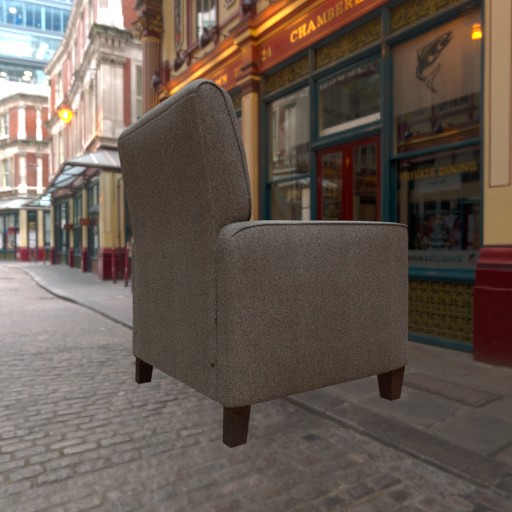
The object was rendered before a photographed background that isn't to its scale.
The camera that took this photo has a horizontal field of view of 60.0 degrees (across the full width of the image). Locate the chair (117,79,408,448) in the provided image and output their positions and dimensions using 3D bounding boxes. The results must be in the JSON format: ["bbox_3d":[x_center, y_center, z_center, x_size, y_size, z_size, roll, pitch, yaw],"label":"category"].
[{"bbox_3d":[0.000,0.000,1.686,0.858,1.028,0.841,0,1,-35],"label":"chair"}]
